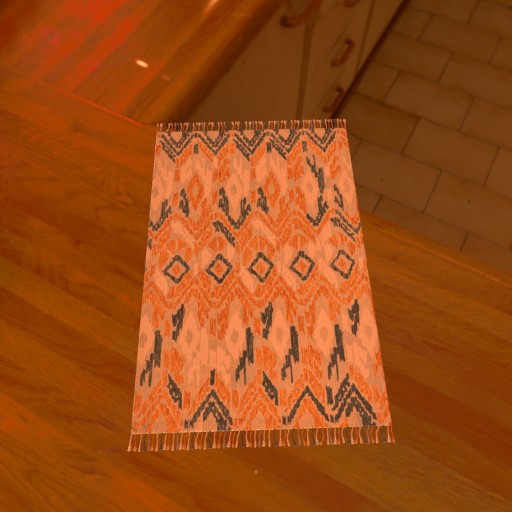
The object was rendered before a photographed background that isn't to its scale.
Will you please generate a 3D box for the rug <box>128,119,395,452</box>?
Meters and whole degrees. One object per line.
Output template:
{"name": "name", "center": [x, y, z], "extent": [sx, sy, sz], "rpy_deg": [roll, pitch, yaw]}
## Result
{"name": "rug", "center": [0.000, 0.000, 3.055], "extent": [1.533, 0.010, 2.428], "rpy_deg": [-2, 64, -1]}
